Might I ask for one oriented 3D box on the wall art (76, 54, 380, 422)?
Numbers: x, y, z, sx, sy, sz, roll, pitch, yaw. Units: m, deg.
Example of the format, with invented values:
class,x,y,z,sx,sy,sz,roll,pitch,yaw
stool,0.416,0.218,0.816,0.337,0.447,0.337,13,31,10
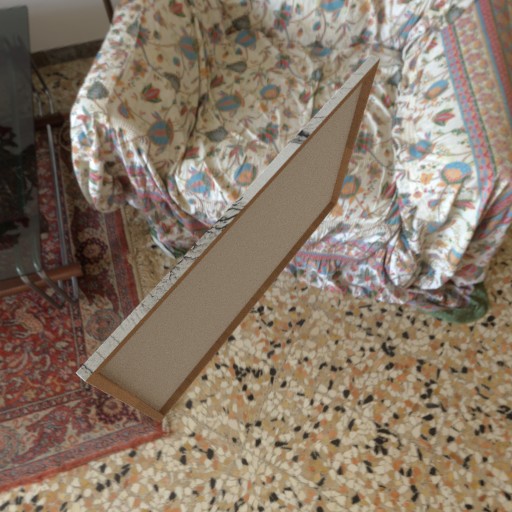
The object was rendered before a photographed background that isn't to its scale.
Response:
class,x,y,z,sx,sy,sz,roll,pitch,yaw
wall art,0.000,0.000,1.132,0.023,0.607,0.914,34,69,16
